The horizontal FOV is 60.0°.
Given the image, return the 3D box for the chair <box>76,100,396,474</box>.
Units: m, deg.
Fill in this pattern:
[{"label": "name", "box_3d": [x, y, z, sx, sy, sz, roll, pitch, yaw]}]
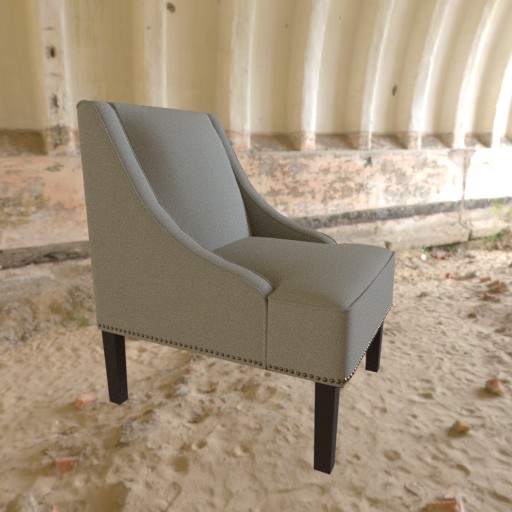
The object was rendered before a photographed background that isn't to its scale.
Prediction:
[{"label": "chair", "box_3d": [0.000, 0.000, 1.324, 0.737, 0.864, 0.610, 7, 16, 26]}]
